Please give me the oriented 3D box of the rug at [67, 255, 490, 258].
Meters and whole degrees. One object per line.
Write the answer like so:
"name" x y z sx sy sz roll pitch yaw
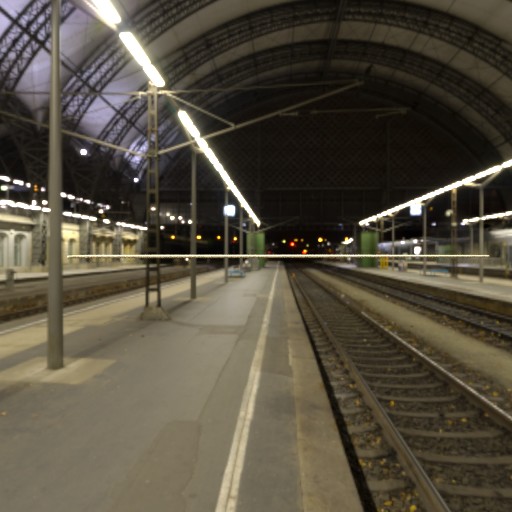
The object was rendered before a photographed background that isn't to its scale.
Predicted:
"rug" 0.000 0.000 4.144 3.050 0.015 2.441 0 0 -18
